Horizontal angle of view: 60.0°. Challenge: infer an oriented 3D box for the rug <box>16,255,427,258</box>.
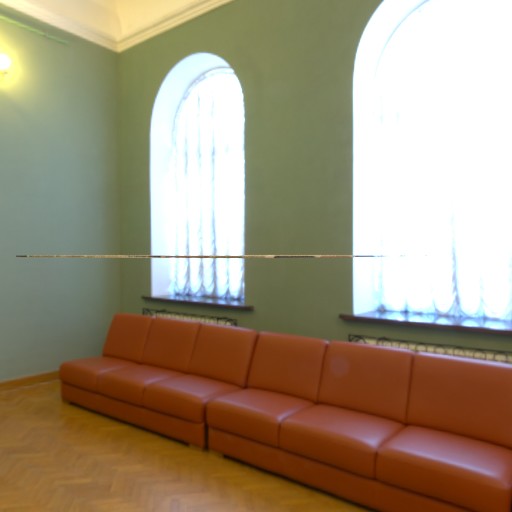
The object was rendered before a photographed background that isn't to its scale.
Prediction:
[{"bbox_3d":[0.000,0.000,2.282,1.216,0.006,1.828,0,0,36],"label":"rug"}]
